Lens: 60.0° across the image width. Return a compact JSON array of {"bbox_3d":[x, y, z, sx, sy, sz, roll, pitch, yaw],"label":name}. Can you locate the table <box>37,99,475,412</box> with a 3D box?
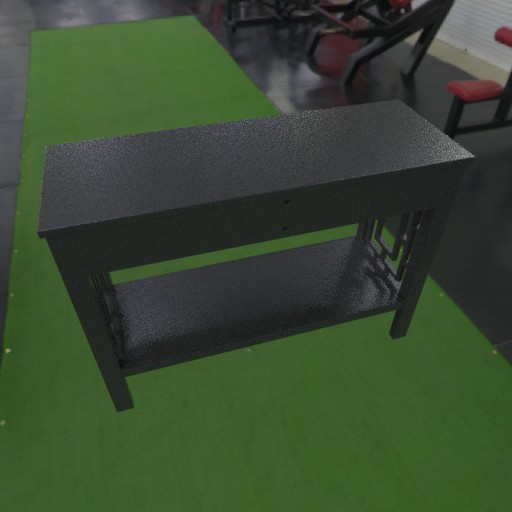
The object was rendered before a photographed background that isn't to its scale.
[{"bbox_3d":[0.000,0.000,1.424,1.068,0.753,0.397,-11,43,-12],"label":"table"}]
